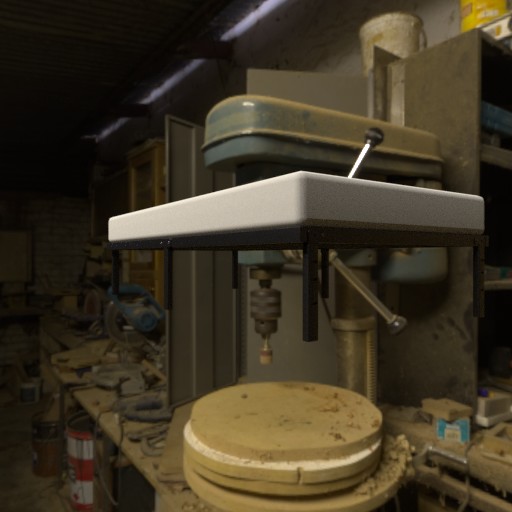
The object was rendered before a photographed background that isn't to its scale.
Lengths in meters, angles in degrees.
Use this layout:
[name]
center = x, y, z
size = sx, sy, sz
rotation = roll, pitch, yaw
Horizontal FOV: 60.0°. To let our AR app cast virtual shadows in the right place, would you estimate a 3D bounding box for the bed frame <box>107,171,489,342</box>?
[bed frame]
center = 0.000, 0.000, 3.189
size = 1.393, 0.680, 2.635
rotation = 0, 0, -34
